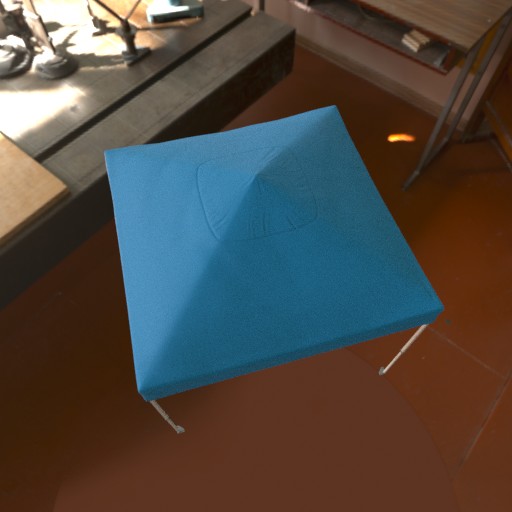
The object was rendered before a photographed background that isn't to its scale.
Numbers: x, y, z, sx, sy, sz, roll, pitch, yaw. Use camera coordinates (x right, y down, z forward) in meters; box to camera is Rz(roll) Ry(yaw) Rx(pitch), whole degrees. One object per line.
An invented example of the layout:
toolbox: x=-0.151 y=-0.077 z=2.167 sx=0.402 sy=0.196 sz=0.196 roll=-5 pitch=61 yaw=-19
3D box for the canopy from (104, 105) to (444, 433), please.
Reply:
canopy: x=0.000 y=0.000 z=5.455 sx=2.996 sy=2.997 sz=2.998 roll=-14 pitch=60 yaw=-8
